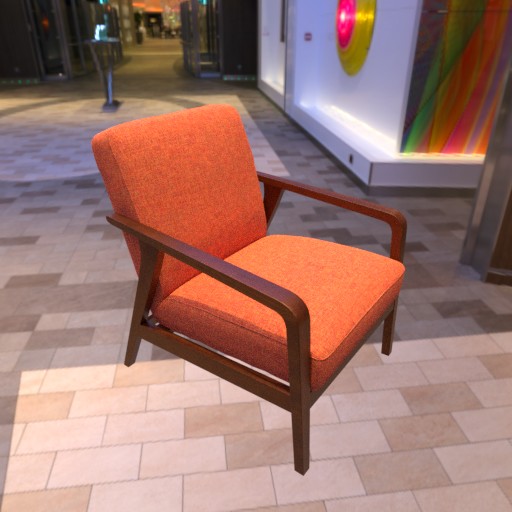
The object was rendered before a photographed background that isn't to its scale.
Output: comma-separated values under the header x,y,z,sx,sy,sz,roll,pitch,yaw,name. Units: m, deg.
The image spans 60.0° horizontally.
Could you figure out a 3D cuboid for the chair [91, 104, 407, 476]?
x,y,z,sx,sy,sz,roll,pitch,yaw,name
0.000,0.000,1.519,0.860,0.890,0.719,19,33,32,chair
